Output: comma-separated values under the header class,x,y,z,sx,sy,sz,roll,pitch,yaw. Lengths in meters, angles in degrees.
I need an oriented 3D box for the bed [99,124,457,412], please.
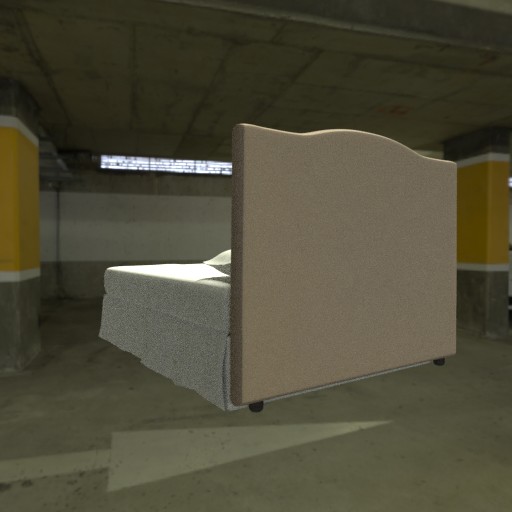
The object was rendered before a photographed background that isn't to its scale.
class,x,y,z,sx,sy,sz,roll,pitch,yaw
bed,0.000,0.000,3.429,1.821,1.436,2.282,-1,2,-34
